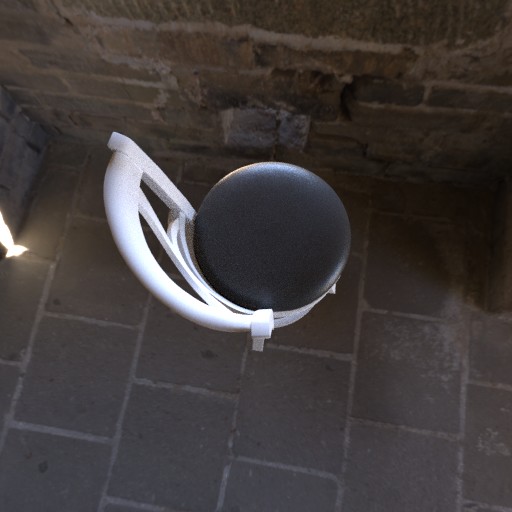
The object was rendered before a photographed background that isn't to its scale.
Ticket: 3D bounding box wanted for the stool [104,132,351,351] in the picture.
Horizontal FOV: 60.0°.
[{"bbox_3d":[0.000,0.000,1.202,0.508,0.953,0.444,-36,77,-10],"label":"stool"}]
